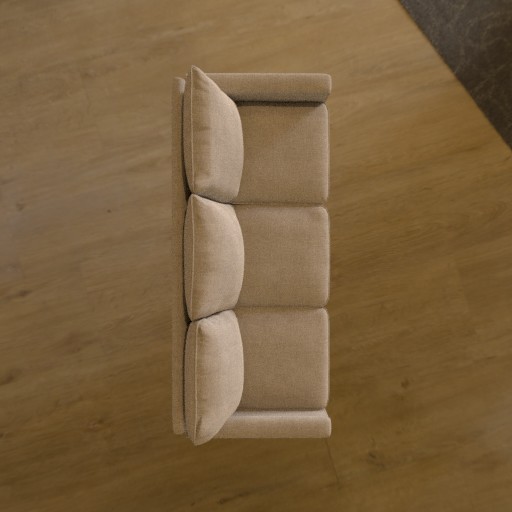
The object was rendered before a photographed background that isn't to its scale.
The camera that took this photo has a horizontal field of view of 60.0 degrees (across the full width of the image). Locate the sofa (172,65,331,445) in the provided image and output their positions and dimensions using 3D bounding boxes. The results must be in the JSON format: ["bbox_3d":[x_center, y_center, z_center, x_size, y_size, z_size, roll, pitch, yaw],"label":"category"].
[{"bbox_3d":[0.000,0.000,2.472,0.828,0.959,1.925,0,90,0],"label":"sofa"}]
